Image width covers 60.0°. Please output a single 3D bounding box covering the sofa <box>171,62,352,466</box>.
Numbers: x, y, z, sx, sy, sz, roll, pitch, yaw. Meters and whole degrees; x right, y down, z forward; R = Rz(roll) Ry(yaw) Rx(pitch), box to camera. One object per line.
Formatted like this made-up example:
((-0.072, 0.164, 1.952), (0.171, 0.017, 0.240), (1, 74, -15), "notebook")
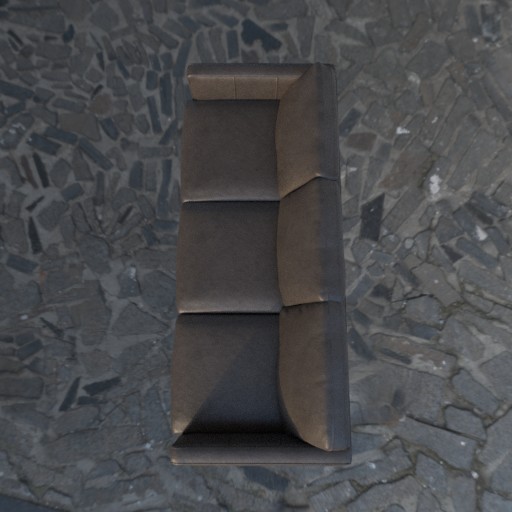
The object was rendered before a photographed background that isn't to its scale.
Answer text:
((0.000, 0.000, 2.936), (1.045, 1.006, 2.464), (0, 77, 0), "sofa")
